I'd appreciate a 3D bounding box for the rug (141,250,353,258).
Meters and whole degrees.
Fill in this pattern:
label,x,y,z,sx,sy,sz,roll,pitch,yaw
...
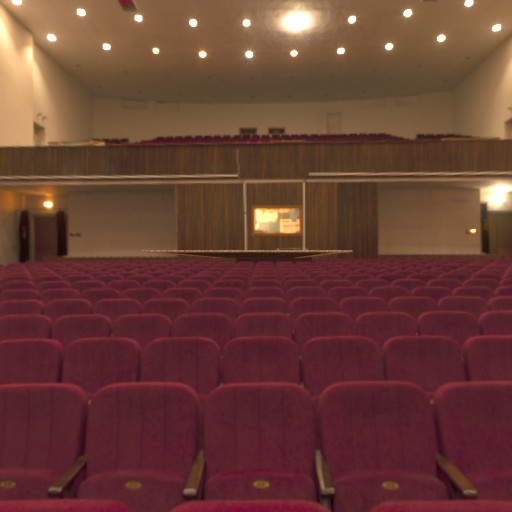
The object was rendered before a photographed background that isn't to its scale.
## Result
label,x,y,z,sx,sy,sz,roll,pitch,yaw
rug,0.000,0.000,2.643,0.688,0.005,2.437,0,-1,1
